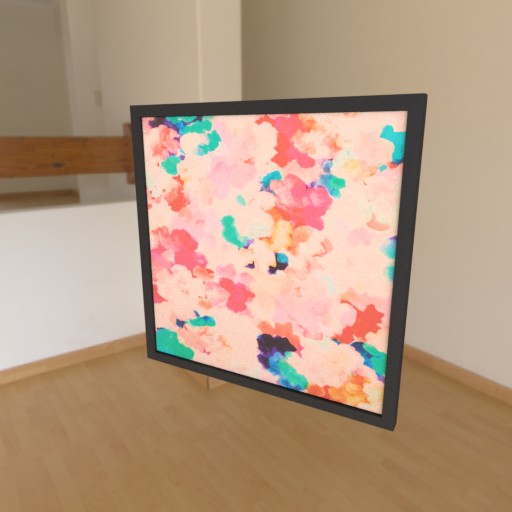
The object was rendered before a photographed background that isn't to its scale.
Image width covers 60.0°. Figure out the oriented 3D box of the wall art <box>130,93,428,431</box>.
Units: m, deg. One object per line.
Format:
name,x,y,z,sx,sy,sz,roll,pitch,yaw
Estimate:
wall art,0.000,0.000,0.460,0.306,0.304,0.015,8,17,27
